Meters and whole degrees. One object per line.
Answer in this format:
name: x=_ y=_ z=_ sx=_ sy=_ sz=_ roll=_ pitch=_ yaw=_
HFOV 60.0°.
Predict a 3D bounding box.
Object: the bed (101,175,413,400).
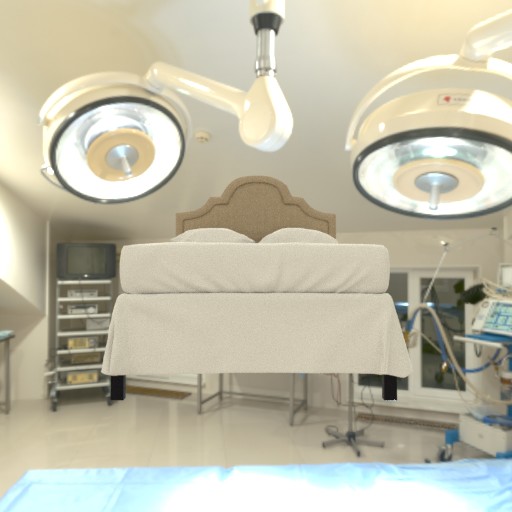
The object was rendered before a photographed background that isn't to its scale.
bed: x=0.000 y=0.000 z=3.445 sx=1.780 sy=1.634 sz=2.222 roll=0 pitch=-1 yaw=0
